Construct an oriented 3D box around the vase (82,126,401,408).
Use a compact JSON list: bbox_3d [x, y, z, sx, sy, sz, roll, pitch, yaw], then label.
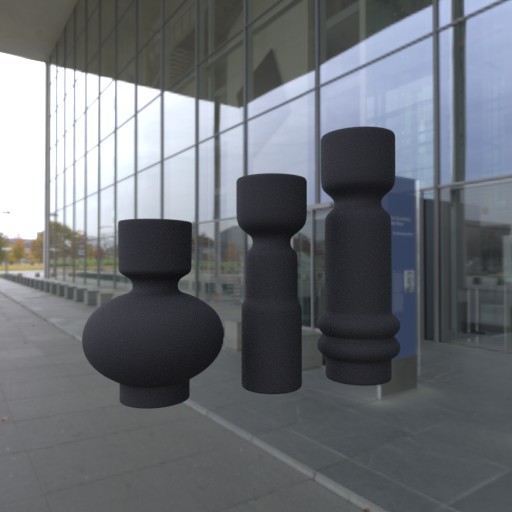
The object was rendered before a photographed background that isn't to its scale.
[{"bbox_3d":[0.000,0.000,0.420,0.307,0.249,0.120,0,-1,-20],"label":"vase"}]
